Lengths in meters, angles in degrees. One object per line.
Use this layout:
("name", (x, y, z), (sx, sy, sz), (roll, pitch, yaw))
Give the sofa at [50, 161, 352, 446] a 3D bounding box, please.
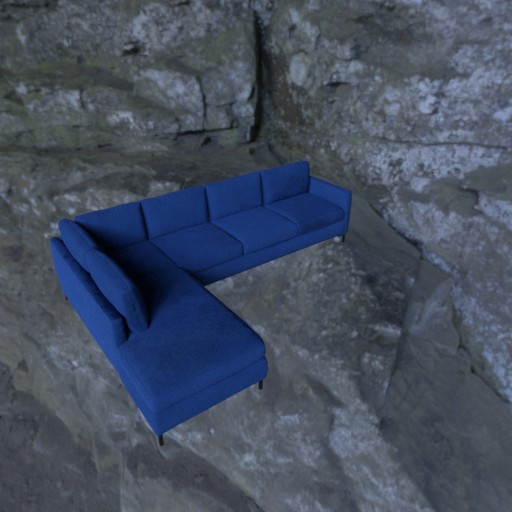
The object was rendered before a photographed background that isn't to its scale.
("sofa", (0.000, 0.000, 3.898), (2.949, 0.815, 2.007), (-20, 35, -32))
